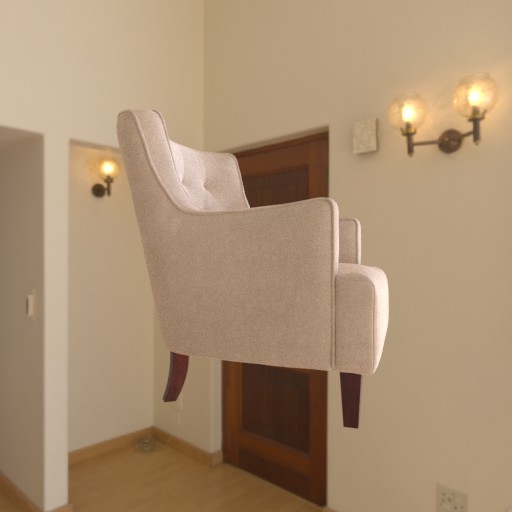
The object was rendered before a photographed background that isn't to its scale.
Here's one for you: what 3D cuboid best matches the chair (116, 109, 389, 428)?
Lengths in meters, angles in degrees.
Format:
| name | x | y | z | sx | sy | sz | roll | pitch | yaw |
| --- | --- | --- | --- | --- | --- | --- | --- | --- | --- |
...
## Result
| name | x | y | z | sx | sy | sz | roll | pitch | yaw |
| --- | --- | --- | --- | --- | --- | --- | --- | --- | --- |
| chair | 0.000 | 0.000 | 1.612 | 0.910 | 0.920 | 0.781 | 0 | 0 | 18 |
